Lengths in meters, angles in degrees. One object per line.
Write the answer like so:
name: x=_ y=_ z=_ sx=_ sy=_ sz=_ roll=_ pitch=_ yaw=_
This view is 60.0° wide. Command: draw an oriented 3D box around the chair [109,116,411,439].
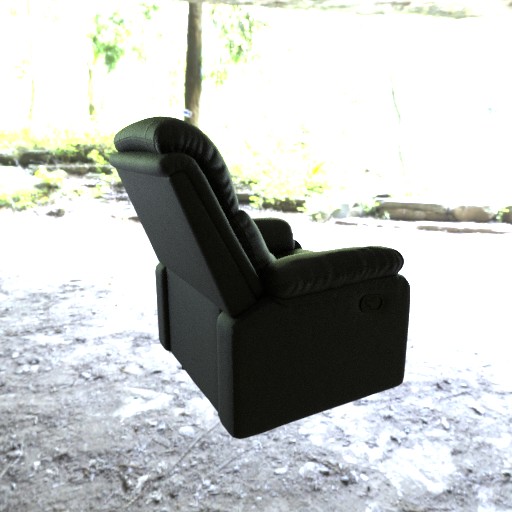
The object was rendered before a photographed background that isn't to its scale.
chair: x=0.000 y=0.000 z=1.687 sx=0.919 sy=0.992 sz=0.855 roll=-7 pitch=16 yaw=-27
